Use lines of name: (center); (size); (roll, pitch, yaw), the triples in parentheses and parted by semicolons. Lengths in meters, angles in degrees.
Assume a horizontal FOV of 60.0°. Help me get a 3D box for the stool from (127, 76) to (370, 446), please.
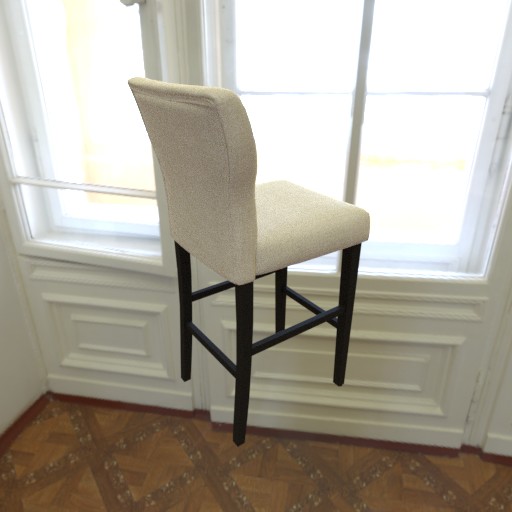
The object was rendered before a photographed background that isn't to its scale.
stool: (0.000, 0.000, 1.486); (0.603, 1.124, 0.516); (-18, 31, -32)
